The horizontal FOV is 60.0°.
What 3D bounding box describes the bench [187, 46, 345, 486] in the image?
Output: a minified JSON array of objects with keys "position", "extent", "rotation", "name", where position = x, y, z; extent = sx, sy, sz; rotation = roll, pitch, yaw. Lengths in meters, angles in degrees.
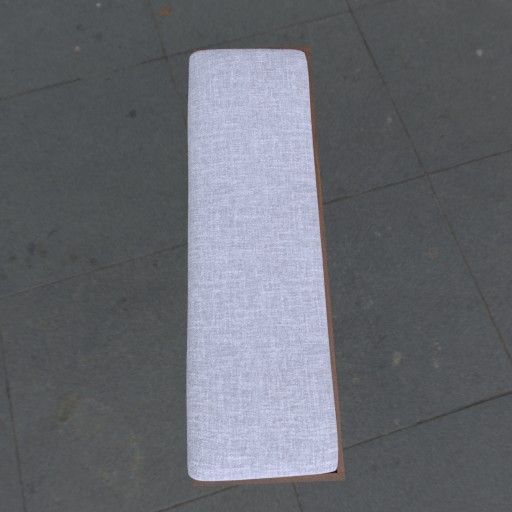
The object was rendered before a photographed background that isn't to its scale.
[{"position":[0.000,0.000,1.369],"extent":[0.367,0.468,1.196],"rotation":[-2,74,-1],"name":"bench"}]
